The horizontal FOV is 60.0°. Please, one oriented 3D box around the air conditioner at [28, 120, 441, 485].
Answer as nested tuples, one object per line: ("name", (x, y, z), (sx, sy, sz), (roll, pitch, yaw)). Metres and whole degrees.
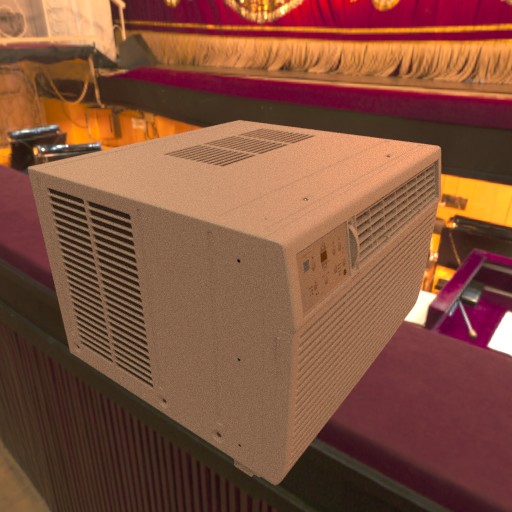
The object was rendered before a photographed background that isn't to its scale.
("air conditioner", (0.000, 0.000, 1.005), (0.599, 0.455, 0.645), (18, 32, 32))
